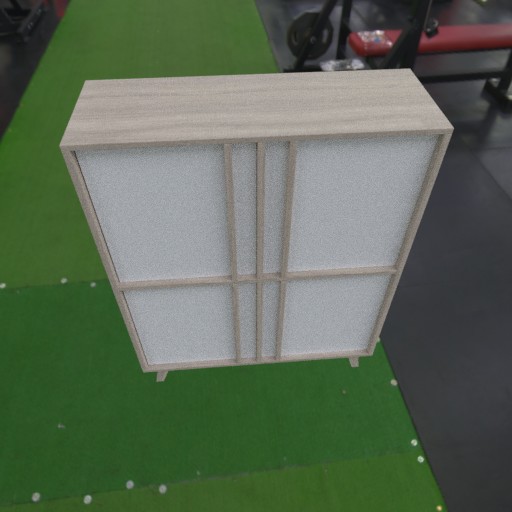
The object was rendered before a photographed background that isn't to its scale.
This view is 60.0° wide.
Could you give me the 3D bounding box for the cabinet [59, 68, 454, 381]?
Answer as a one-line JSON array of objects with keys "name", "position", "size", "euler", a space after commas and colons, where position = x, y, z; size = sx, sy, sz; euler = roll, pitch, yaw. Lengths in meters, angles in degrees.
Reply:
[{"name": "cabinet", "position": [0.000, 0.000, 1.881], "size": [1.111, 1.388, 0.398], "euler": [-3, 47, -3]}]
